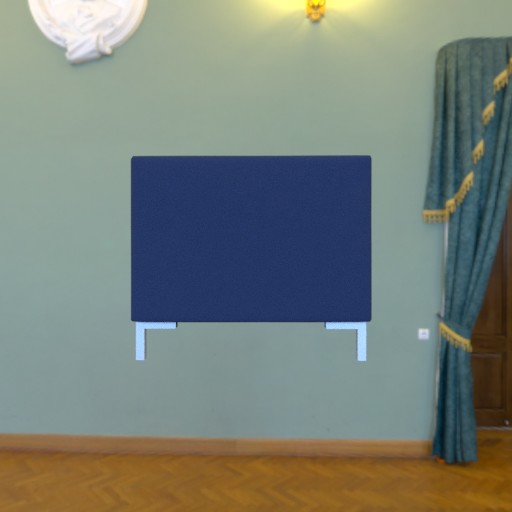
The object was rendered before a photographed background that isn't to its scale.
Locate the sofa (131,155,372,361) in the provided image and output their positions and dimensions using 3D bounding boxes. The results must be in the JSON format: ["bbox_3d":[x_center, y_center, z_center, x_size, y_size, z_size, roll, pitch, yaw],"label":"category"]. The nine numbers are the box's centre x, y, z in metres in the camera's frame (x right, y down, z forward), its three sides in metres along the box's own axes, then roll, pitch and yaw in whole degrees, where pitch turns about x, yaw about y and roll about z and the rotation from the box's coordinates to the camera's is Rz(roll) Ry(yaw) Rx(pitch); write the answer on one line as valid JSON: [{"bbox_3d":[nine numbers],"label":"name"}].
[{"bbox_3d":[0.000,0.000,2.437,0.797,0.657,2.102,0,0,1],"label":"sofa"}]
